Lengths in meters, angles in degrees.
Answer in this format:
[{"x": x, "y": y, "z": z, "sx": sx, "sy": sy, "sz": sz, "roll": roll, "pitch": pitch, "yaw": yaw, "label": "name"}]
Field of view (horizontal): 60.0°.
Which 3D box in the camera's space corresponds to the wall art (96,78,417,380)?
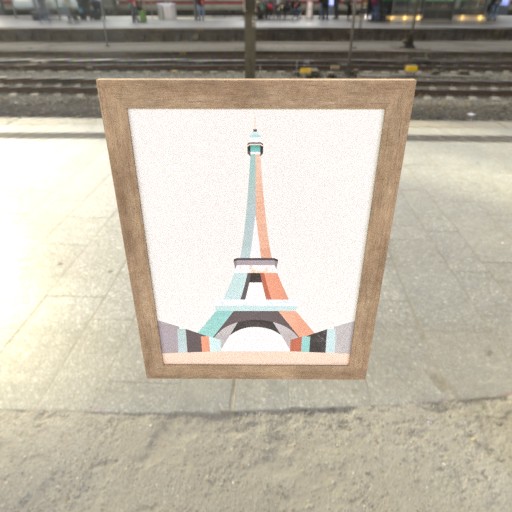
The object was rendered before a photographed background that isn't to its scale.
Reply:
[{"x": 0.000, "y": 0.000, "z": 0.917, "sx": 0.534, "sy": 0.686, "sz": 0.018, "roll": 0, "pitch": 30, "yaw": 0, "label": "wall art"}]
